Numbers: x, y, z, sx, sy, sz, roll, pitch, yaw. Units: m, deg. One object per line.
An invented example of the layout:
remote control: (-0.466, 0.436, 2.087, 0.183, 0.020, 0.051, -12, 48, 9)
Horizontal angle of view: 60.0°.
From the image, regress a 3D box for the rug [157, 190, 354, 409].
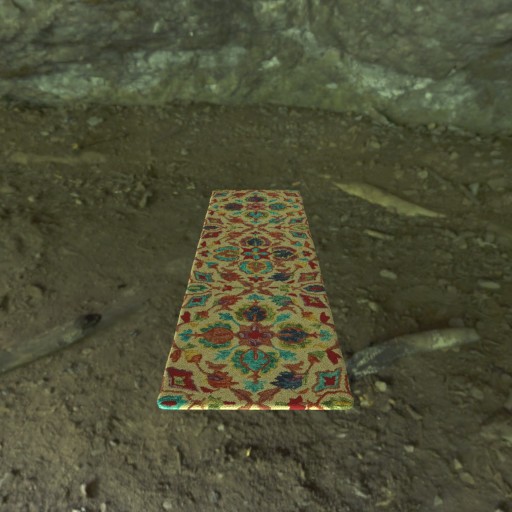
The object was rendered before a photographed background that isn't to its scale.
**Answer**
rug: (0.000, 0.000, 2.532, 0.693, 0.016, 2.273, 0, 27, 0)
